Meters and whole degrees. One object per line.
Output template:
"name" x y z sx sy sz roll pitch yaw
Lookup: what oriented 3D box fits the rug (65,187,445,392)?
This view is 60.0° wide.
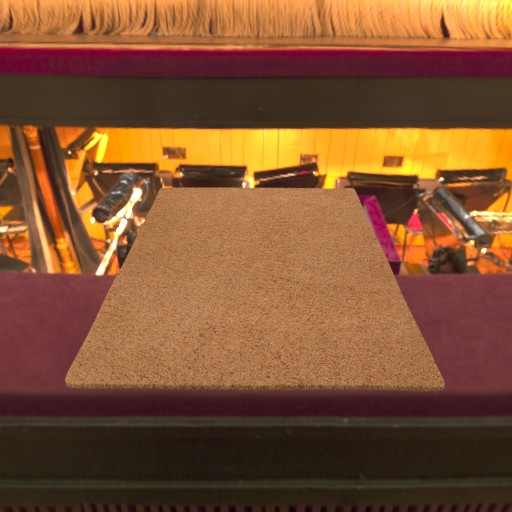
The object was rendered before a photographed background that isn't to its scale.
"rug" 0.000 0.000 2.067 1.199 0.025 1.600 0 31 0
